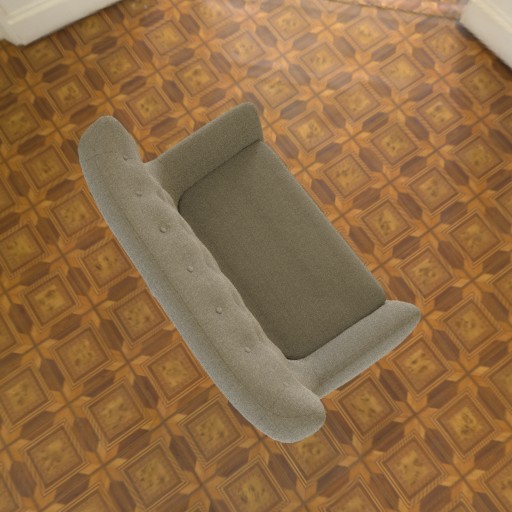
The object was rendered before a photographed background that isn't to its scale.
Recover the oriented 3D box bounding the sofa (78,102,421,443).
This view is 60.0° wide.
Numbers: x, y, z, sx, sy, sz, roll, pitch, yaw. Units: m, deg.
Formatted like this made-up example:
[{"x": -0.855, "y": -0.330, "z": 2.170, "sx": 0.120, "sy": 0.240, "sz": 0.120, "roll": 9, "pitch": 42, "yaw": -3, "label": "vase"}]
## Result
[{"x": 0.000, "y": 0.000, "z": 2.030, "sx": 0.884, "sy": 1.028, "sz": 1.386, "roll": -35, "pitch": 78, "yaw": -8, "label": "sofa"}]
